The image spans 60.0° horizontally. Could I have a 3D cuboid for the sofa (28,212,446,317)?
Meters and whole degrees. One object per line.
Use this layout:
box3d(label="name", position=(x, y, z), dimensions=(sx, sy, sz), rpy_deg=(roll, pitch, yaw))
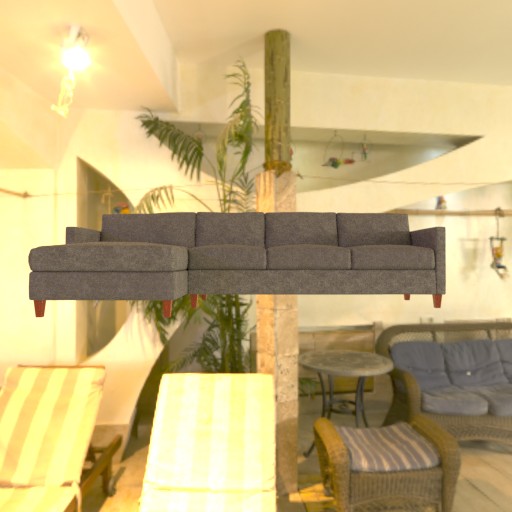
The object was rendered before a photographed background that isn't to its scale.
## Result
box3d(label="sofa", position=(0.000, 0.000, 4.140), dimensions=(3.471, 0.954, 1.606), rpy_deg=(0, -1, 0))
